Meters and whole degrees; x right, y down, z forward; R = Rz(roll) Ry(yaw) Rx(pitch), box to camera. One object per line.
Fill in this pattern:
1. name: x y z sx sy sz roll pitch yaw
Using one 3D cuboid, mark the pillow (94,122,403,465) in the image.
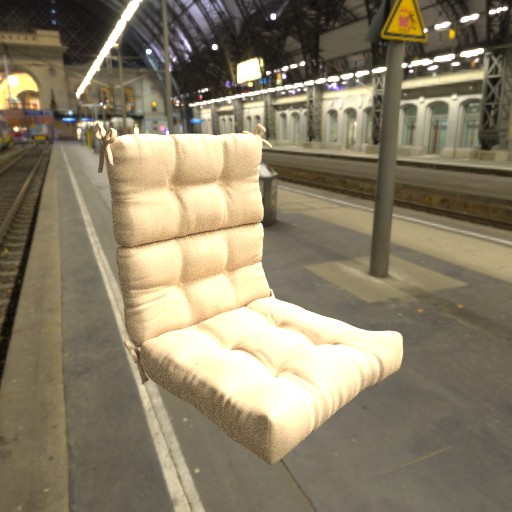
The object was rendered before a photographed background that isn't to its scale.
1. pillow: 0.000 0.000 1.039 0.519 0.605 0.571 -15 22 -43
